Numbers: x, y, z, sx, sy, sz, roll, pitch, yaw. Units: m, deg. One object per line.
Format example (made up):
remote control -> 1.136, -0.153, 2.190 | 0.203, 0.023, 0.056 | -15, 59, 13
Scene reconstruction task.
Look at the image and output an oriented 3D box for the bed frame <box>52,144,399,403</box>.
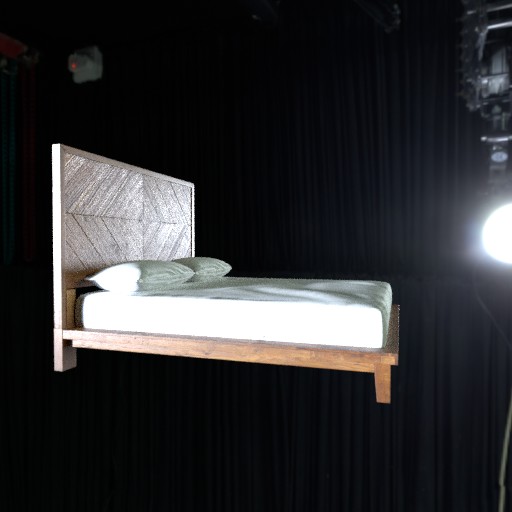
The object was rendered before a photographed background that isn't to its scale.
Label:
bed frame -> 0.000, 0.000, 3.636 | 2.235, 1.537, 2.038 | 0, 1, 18
